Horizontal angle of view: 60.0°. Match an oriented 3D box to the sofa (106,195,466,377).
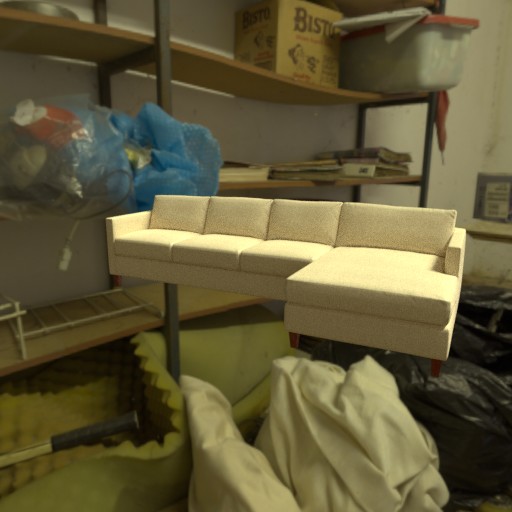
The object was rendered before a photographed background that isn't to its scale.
[{"bbox_3d":[0.000,0.000,4.122,3.471,0.954,1.603,6,14,26],"label":"sofa"}]
